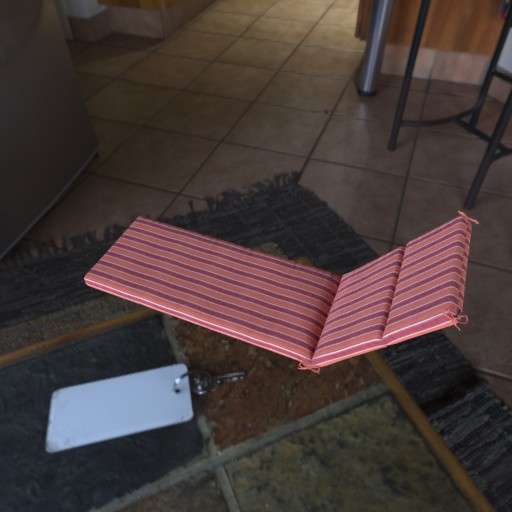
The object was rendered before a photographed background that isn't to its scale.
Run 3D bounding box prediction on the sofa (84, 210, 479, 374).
[{"bbox_3d":[0.000,0.000,1.975,1.663,0.622,0.582,17,49,15],"label":"sofa"}]
